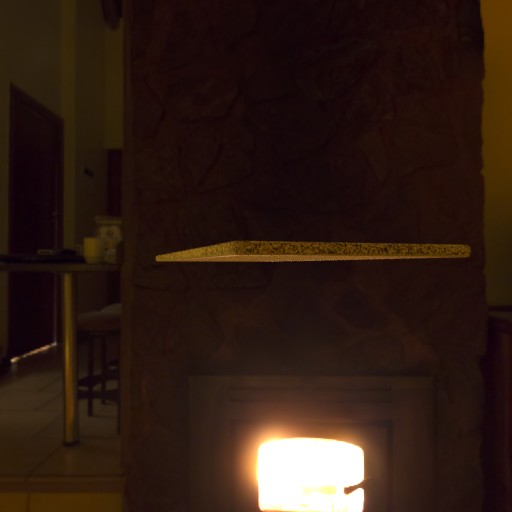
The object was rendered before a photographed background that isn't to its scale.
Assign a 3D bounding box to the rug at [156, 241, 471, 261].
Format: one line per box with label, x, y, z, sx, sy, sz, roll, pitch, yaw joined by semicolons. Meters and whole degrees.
rug;0.000;0.000;1.706;0.609;0.030;1.524;0;-1;-18
